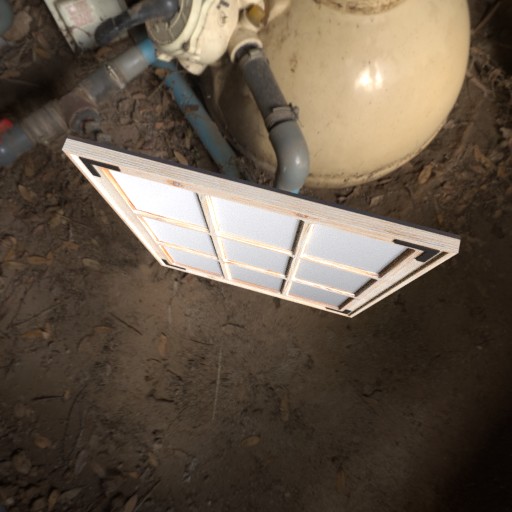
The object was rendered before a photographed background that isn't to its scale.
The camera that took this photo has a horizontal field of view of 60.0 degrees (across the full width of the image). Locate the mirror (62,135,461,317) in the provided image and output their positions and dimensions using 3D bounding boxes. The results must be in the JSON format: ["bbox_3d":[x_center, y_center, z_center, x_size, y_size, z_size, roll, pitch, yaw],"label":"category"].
[{"bbox_3d":[0.000,0.000,1.217,0.730,0.882,0.032,15,75,4],"label":"mirror"}]
